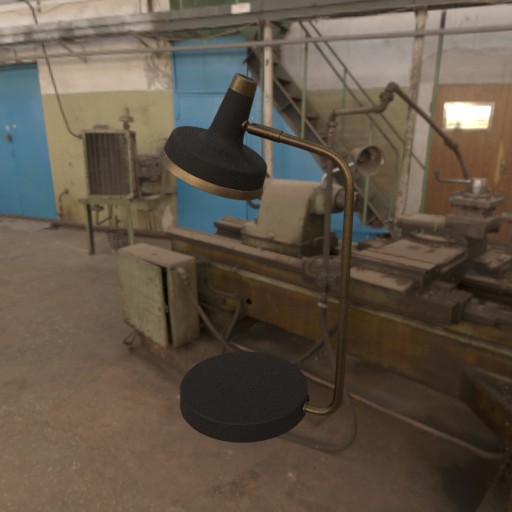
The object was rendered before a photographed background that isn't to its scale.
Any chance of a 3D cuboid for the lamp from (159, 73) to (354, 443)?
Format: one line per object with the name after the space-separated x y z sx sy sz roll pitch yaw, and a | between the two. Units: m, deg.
0.000 0.000 0.500 0.218 0.385 0.162 8 19 24 | lamp
